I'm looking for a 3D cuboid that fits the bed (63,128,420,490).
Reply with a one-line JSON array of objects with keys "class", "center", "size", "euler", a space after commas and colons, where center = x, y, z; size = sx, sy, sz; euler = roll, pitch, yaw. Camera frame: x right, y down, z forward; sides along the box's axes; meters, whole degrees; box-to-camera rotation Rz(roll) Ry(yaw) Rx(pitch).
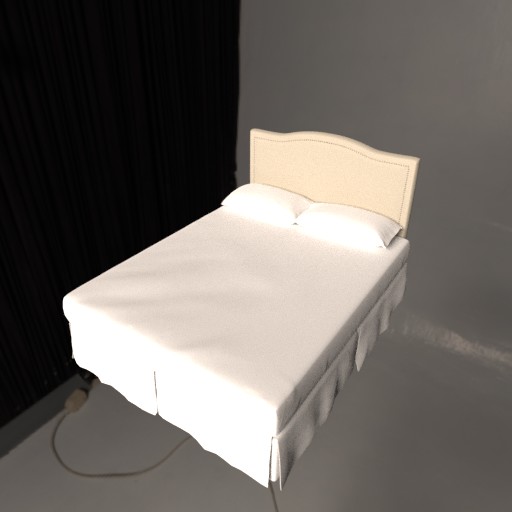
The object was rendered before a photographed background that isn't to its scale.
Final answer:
[{"class": "bed", "center": [0.000, 0.000, 3.584], "size": [1.977, 1.437, 2.477], "euler": [19, 36, 29]}]
